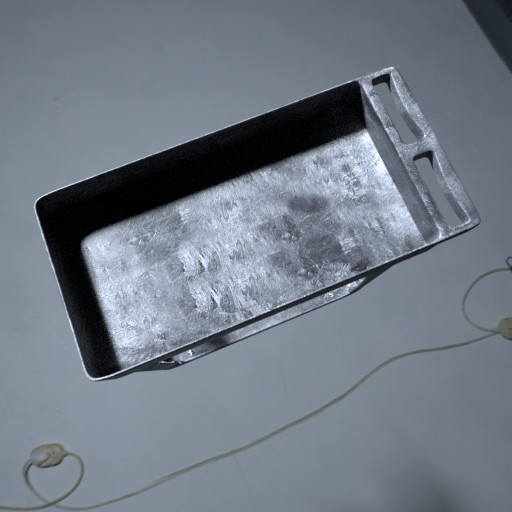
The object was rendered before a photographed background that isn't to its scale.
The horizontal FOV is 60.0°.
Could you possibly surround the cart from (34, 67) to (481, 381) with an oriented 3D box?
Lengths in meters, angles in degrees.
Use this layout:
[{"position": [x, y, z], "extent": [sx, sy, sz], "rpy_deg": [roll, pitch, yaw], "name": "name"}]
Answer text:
[{"position": [0.000, 0.000, 1.343], "extent": [0.877, 0.824, 0.420], "rpy_deg": [-22, 77, -5], "name": "cart"}]
